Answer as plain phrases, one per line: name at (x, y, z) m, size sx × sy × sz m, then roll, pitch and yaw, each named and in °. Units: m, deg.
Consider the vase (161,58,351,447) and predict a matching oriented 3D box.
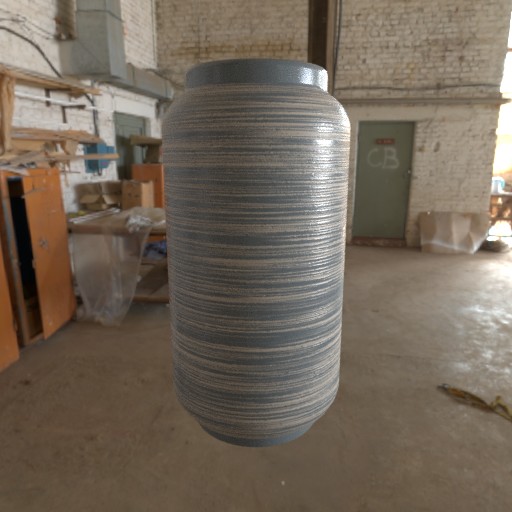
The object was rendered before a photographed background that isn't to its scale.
vase at (0.000, 0.000, 0.296) m, size 0.116 × 0.230 × 0.116 m, roll 0°, pitch 13°, yaw 0°
